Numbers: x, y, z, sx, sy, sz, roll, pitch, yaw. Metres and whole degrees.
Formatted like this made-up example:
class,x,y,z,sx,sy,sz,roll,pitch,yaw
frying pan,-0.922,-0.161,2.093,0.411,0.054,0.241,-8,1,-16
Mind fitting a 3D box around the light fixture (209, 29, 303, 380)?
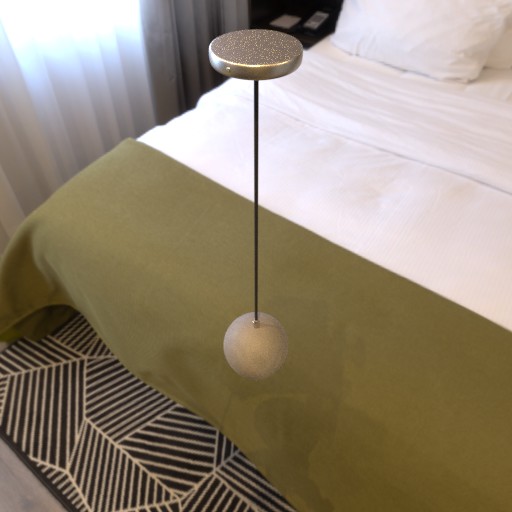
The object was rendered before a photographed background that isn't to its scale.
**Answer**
class,x,y,z,sx,sy,sz,roll,pitch,yaw
light fixture,0.000,0.000,0.831,0.153,0.760,0.153,5,46,4
